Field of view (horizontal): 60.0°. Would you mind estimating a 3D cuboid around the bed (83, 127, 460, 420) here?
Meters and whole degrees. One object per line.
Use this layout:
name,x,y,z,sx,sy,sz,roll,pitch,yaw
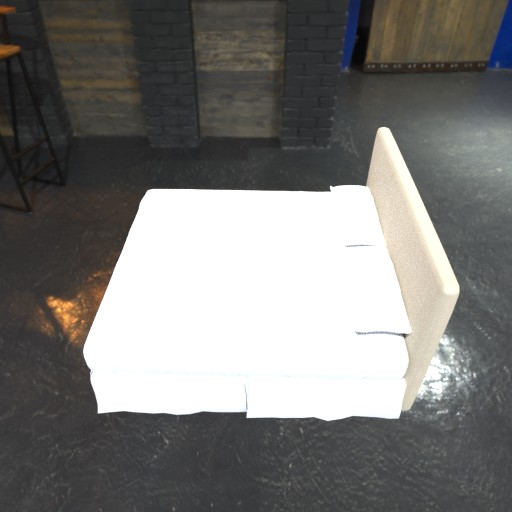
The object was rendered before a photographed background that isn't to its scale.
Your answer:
bed,0.000,0.000,3.575,2.319,1.317,2.119,1,41,1
